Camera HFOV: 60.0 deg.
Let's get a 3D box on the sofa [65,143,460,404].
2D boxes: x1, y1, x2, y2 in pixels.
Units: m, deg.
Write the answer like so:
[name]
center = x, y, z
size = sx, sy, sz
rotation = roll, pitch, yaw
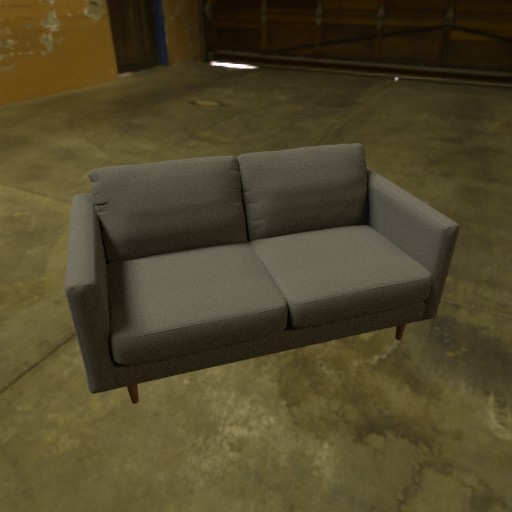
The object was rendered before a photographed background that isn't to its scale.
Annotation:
[sofa]
center = 0.000, 0.000, 2.248
size = 1.713, 0.866, 0.940
rotation = -9, 32, -15
